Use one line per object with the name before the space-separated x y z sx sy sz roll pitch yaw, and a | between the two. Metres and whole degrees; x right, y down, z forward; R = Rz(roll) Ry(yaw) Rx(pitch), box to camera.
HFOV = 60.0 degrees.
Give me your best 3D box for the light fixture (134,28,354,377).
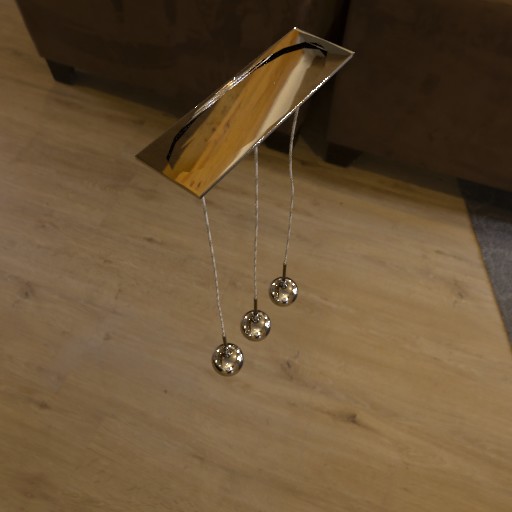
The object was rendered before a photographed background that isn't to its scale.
light fixture | 0.000 0.000 1.652 0.188 1.408 0.623 33 63 19
